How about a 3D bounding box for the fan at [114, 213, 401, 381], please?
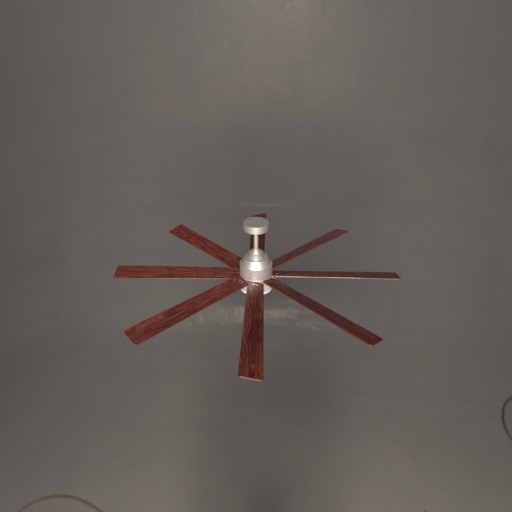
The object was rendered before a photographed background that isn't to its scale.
[{"bbox_3d":[0.000,0.000,2.797,1.830,0.472,1.830,1,30,1],"label":"fan"}]
